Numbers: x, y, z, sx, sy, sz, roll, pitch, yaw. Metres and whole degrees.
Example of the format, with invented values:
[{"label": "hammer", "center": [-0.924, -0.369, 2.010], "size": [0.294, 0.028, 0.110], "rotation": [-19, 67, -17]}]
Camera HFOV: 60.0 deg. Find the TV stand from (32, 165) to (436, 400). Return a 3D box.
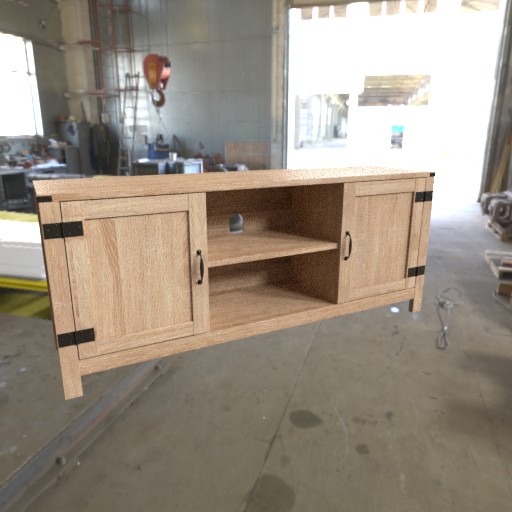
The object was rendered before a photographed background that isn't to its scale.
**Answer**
[{"label": "TV stand", "center": [0.000, 0.000, 1.705], "size": [1.466, 0.610, 0.398], "rotation": [-8, 18, -26]}]
